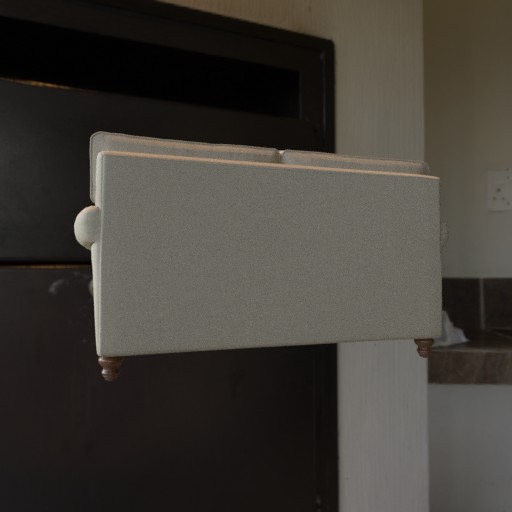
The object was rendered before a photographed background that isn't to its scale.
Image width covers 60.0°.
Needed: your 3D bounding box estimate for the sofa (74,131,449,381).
[{"bbox_3d":[0.000,0.000,2.214,1.665,0.937,0.964,0,-2,-18],"label":"sofa"}]
